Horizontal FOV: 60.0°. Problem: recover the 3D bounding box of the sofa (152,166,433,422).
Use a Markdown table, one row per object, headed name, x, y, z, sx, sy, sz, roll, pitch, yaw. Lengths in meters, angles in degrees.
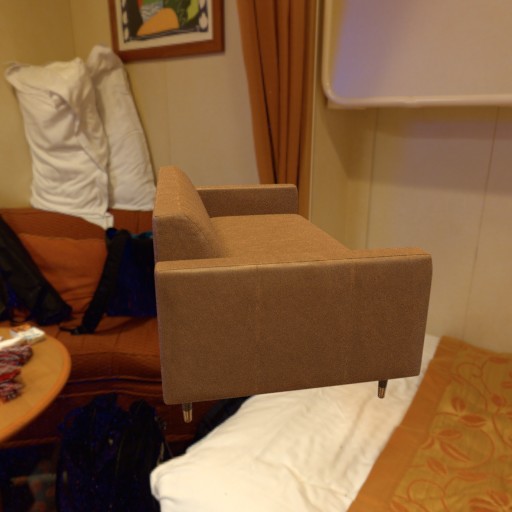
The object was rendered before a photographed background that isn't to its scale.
| name | x | y | z | sx | sy | sz | roll | pitch | yaw |
| --- | --- | --- | --- | --- | --- | --- | --- | --- | --- |
| sofa | 0.000 | 0.000 | 2.374 | 0.993 | 0.821 | 1.847 | -3 | 17 | -10 |
